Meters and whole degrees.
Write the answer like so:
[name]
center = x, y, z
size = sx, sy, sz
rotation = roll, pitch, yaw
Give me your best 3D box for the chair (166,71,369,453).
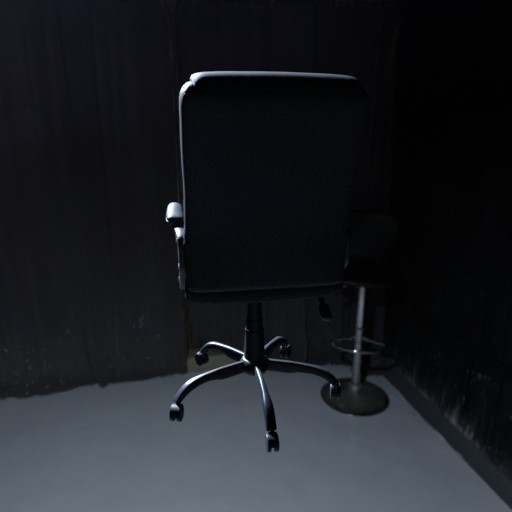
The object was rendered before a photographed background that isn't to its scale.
[chair]
center = 0.000, 0.000, 1.473
size = 0.615, 1.072, 0.655
rotation = -3, 15, -10
